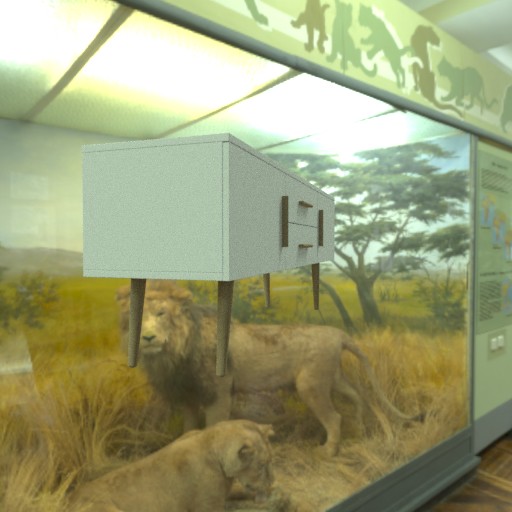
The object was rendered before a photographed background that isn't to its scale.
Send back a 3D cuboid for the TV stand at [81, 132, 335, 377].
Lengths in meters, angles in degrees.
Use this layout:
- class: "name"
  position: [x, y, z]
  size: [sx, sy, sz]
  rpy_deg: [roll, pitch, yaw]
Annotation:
- class: "TV stand"
  position: [0.000, 0.000, 1.663]
  size: [0.401, 0.560, 1.398]
  rpy_deg: [1, 2, 19]
